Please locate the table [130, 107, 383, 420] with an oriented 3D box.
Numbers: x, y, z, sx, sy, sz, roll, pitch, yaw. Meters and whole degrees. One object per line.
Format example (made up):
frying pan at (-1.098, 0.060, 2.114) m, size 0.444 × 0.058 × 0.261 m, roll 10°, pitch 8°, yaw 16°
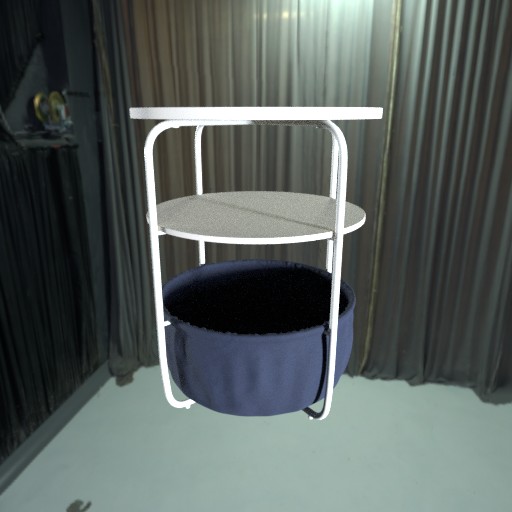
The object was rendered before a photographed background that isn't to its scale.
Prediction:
table at (0.000, 0.000, 0.842) m, size 0.418 × 0.532 × 0.418 m, roll 2°, pitch 18°, yaw 7°
